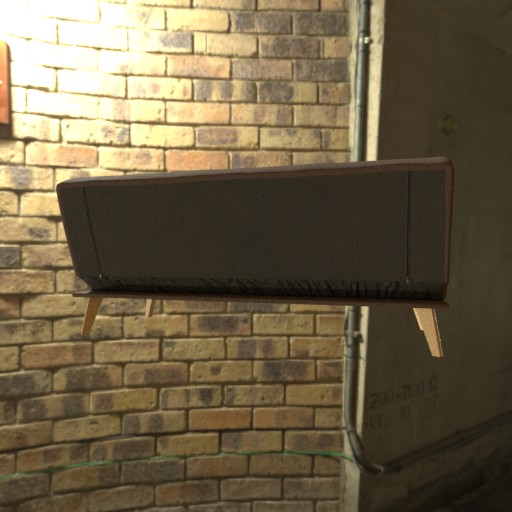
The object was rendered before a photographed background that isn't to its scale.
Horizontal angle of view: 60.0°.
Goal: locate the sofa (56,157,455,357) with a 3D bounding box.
[{"bbox_3d":[0.000,0.000,2.308,1.800,0.810,0.860,0,0,16],"label":"sofa"}]
